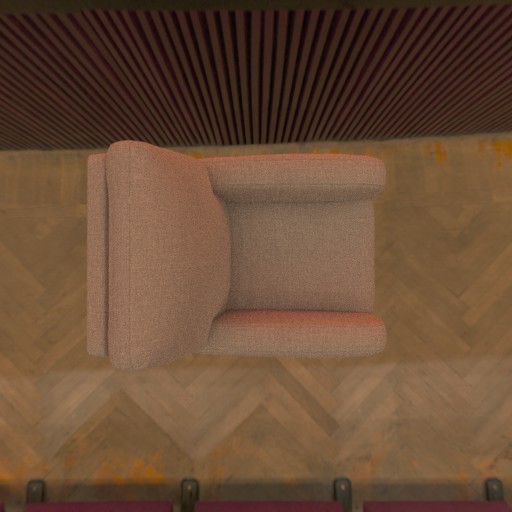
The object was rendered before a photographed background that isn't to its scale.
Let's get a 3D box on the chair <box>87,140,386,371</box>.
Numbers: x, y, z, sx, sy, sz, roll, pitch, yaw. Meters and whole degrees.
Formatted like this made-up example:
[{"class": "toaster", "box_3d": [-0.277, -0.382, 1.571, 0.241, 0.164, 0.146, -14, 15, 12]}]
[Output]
[{"class": "chair", "box_3d": [0.000, 0.000, 1.699, 0.990, 0.990, 0.762, 0, 90, 0]}]
